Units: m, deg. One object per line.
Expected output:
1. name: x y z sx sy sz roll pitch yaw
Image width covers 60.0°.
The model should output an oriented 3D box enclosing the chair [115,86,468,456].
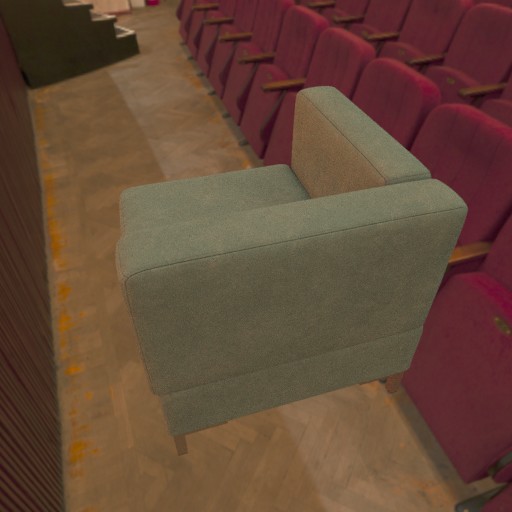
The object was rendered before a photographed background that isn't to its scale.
1. chair: 0.000 0.000 1.202 0.680 0.660 0.680 -11 43 -13
